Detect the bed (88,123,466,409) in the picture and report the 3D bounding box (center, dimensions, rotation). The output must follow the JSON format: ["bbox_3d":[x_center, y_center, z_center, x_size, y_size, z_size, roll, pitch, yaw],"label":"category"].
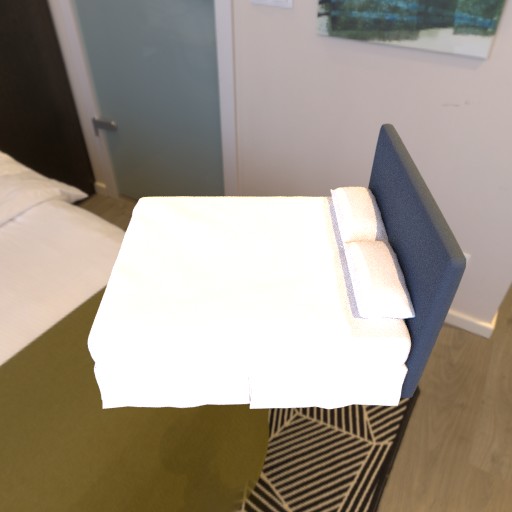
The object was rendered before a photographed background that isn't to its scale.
[{"bbox_3d":[0.000,0.000,3.243,2.162,1.330,1.713,0,41,0],"label":"bed"}]
